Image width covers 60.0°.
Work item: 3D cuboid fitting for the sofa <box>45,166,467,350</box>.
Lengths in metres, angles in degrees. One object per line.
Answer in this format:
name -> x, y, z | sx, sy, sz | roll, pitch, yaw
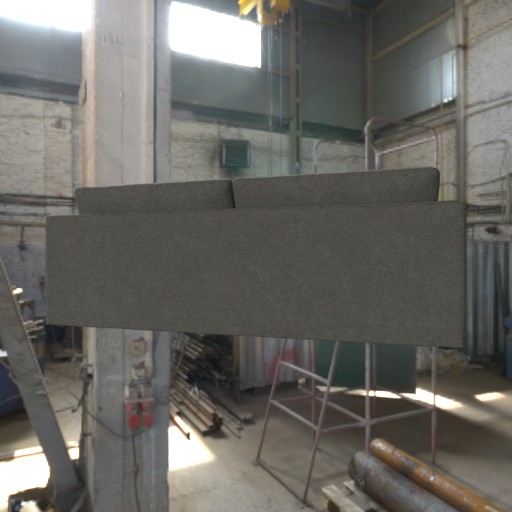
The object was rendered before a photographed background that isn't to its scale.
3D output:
sofa -> 0.000, 0.000, 2.737 | 2.257, 0.838, 1.092 | 0, 0, 18
